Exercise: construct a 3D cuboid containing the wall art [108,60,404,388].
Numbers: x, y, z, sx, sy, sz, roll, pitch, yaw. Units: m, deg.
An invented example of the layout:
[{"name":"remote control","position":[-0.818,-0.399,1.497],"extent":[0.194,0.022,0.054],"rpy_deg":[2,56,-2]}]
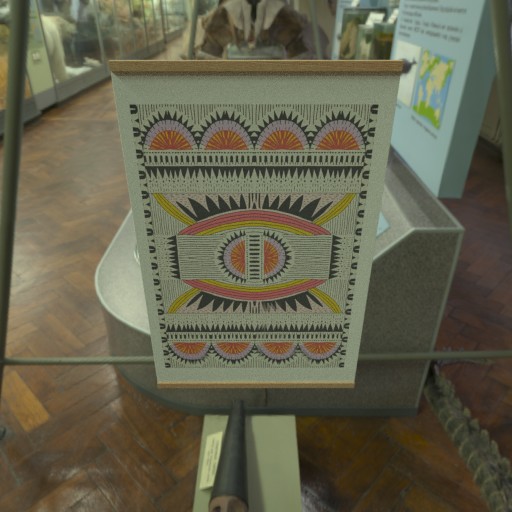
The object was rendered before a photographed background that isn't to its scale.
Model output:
[{"name":"wall art","position":[0.000,0.000,1.889],"extent":[0.999,1.533,0.028],"rpy_deg":[0,30,0]}]
